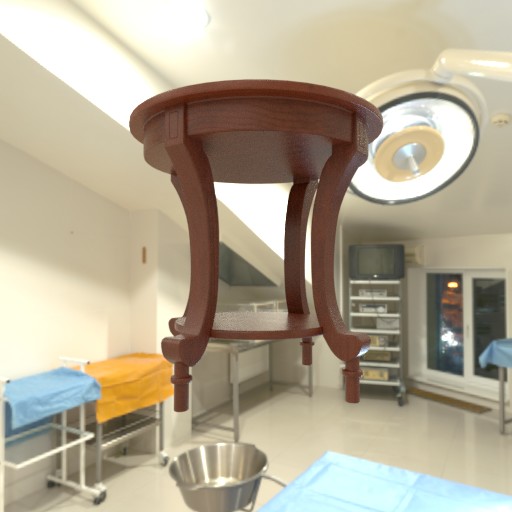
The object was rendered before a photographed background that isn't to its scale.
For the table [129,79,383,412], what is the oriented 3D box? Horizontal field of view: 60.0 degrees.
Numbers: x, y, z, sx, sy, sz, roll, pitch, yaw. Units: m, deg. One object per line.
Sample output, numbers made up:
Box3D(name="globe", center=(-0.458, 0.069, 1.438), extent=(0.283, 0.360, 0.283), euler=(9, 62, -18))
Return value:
Box3D(name="table", center=(0.000, 0.000, 1.074), extent=(0.597, 0.612, 0.597), euler=(0, -1, 0))
